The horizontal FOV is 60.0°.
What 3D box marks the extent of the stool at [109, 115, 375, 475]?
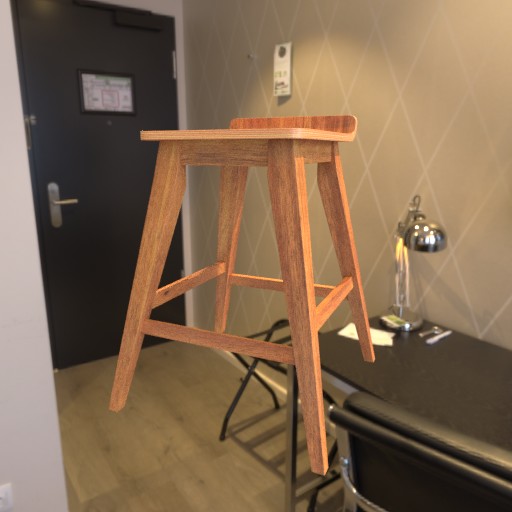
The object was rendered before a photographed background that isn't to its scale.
[{"bbox_3d":[0.000,0.000,1.040,0.500,0.650,0.500,6,15,24],"label":"stool"}]
